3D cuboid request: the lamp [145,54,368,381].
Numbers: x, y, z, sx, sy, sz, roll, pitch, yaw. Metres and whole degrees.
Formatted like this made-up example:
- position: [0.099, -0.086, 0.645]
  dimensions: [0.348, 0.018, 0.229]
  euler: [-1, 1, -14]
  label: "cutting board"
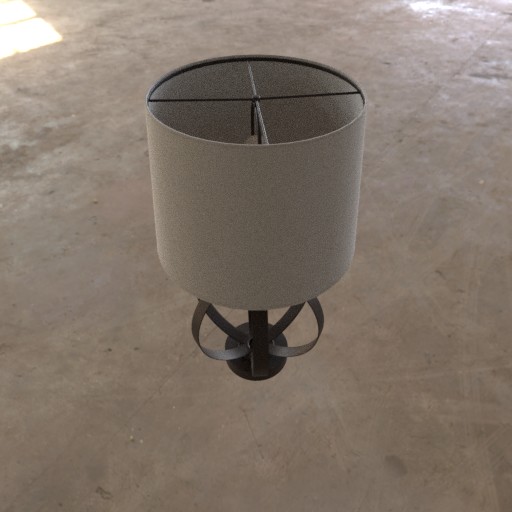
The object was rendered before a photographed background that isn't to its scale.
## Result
- position: [0.000, 0.000, 0.680]
  dimensions: [0.286, 0.510, 0.286]
  euler: [0, 43, 0]
  label: "lamp"
